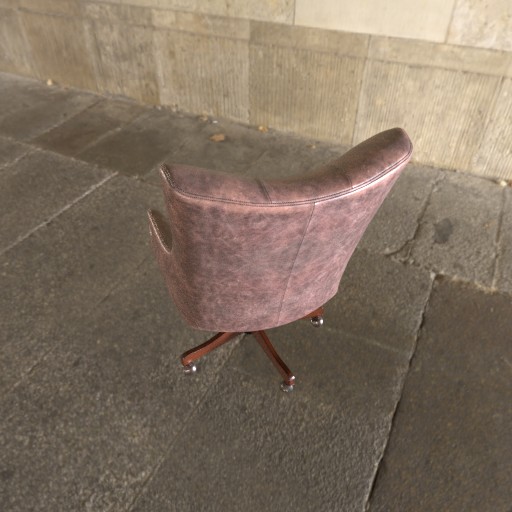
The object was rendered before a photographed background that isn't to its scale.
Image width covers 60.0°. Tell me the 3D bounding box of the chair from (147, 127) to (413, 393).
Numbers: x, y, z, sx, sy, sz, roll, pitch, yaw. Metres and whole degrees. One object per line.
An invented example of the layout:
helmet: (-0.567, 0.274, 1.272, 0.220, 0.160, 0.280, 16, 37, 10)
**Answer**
chair: (0.000, 0.000, 1.469, 0.641, 1.035, 0.762, -12, 43, -13)
